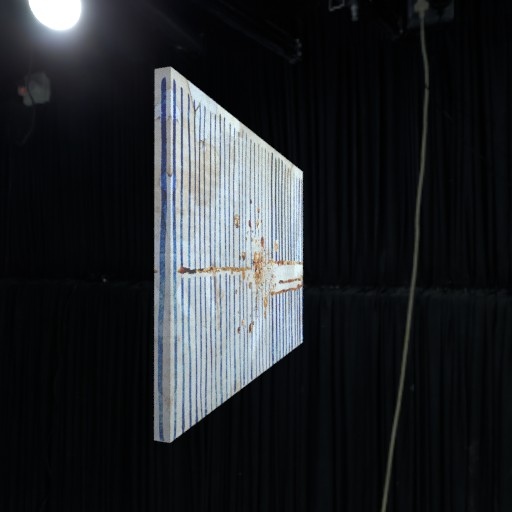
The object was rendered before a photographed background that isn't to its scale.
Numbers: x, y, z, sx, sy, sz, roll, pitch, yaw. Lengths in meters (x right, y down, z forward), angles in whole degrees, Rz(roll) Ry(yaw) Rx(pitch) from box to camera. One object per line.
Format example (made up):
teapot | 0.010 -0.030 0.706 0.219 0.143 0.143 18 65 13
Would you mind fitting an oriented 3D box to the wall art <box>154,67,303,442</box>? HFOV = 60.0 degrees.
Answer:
wall art | 0.000 0.000 1.155 0.030 0.609 0.919 0 0 19
